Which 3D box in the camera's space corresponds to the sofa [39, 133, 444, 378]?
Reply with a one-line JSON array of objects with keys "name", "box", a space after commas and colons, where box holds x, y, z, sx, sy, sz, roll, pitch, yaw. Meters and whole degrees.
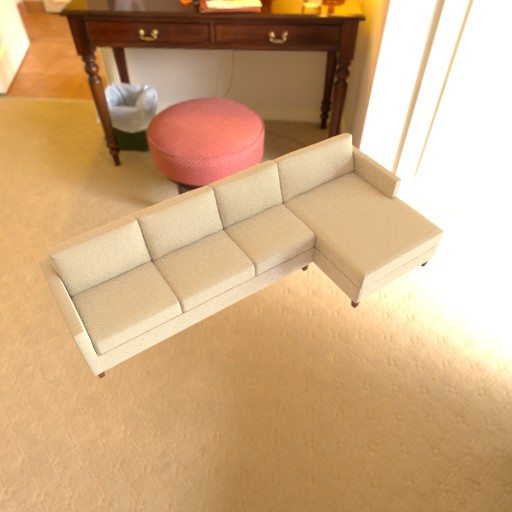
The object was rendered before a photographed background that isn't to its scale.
[{"name": "sofa", "box": [0.000, 0.000, 4.197, 3.471, 0.954, 1.599, -26, 52, -22]}]
